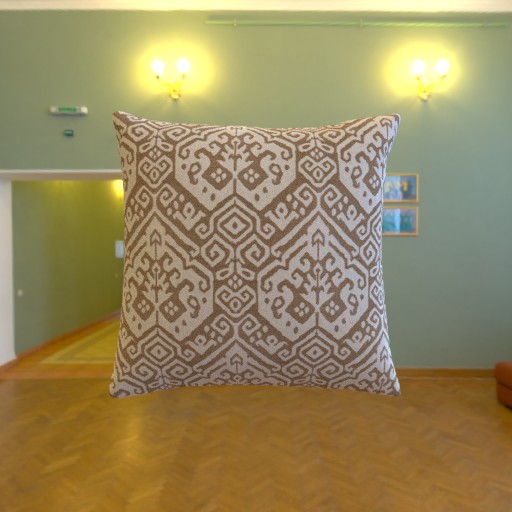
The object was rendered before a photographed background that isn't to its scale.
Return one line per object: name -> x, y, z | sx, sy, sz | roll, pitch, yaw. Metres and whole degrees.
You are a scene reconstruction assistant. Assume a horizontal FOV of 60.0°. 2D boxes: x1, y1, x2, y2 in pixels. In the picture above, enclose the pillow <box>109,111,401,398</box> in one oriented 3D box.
pillow -> 0.000, 0.000, 0.634 | 0.419, 0.407, 0.173 | 0, 1, -2
